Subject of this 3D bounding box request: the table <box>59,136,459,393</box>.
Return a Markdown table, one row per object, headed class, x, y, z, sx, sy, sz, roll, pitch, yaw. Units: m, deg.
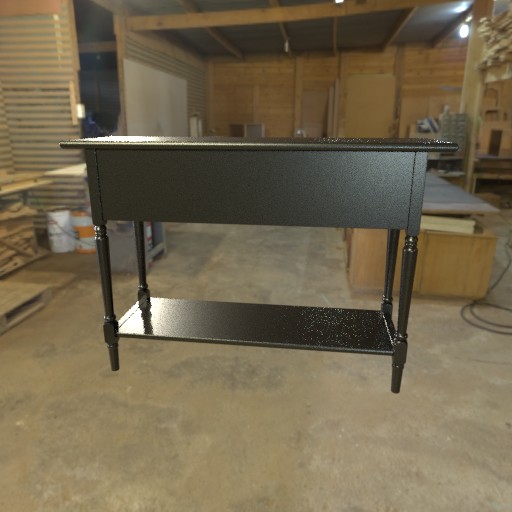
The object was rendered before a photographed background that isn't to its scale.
| class | x | y | z | sx | sy | sz | roll | pitch | yaw |
| --- | --- | --- | --- | --- | --- | --- | --- | --- | --- |
| table | 0.000 | 0.000 | 1.607 | 1.191 | 0.819 | 0.386 | 2 | 17 | 8 |
